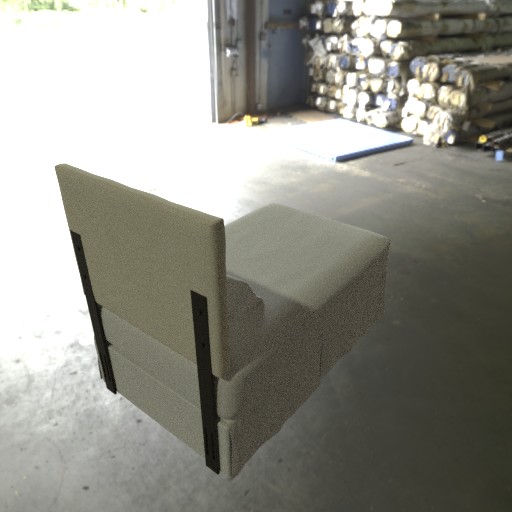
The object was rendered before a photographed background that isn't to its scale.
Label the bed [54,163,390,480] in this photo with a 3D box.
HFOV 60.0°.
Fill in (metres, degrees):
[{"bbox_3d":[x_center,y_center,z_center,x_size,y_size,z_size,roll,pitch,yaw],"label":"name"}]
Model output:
[{"bbox_3d":[0.000,0.000,3.039,1.261,1.571,1.997,21,36,33],"label":"bed"}]
